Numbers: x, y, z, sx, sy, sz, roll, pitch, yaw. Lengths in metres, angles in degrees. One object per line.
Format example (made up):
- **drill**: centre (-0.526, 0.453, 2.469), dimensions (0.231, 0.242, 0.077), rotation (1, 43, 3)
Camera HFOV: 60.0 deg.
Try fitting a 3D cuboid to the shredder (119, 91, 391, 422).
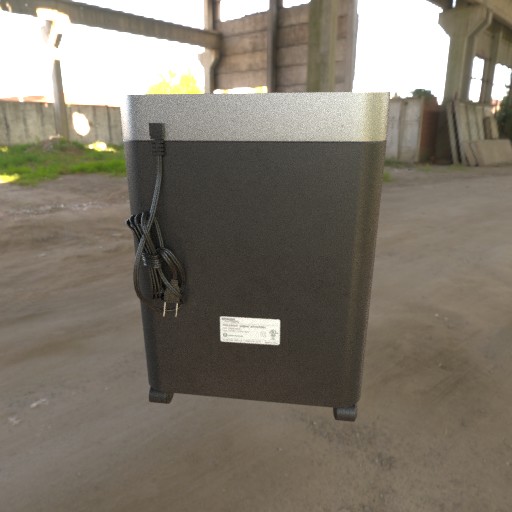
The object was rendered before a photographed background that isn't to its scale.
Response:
- **shredder**: centre (0.000, 0.000, 0.605), dimensions (0.311, 0.419, 0.237), rotation (3, 17, 8)
